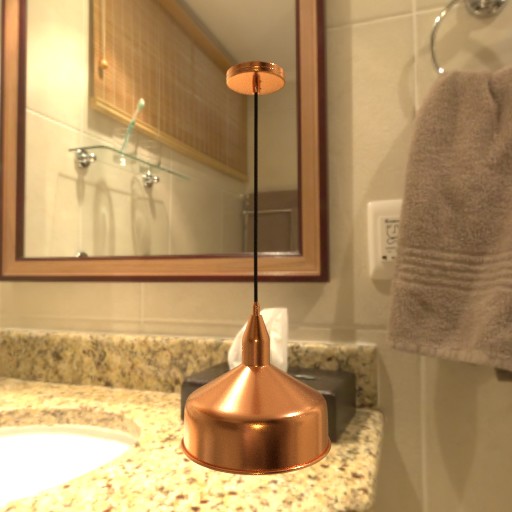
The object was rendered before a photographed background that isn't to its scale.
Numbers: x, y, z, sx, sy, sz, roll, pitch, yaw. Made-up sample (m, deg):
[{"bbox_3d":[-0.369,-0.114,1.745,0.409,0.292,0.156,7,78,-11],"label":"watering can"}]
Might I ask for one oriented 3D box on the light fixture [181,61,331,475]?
[{"bbox_3d":[0.000,0.000,0.911,0.301,0.754,0.301,1,-2,-18],"label":"light fixture"}]
